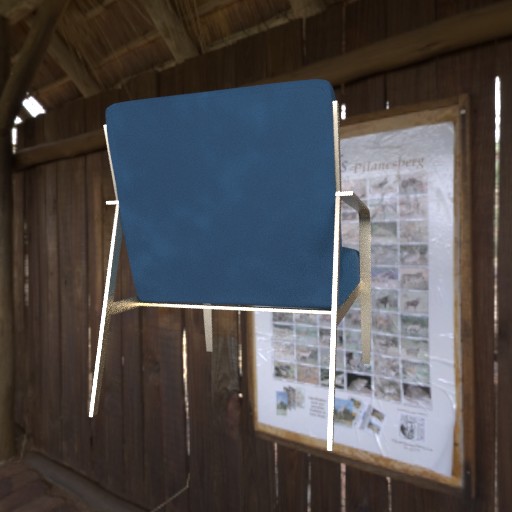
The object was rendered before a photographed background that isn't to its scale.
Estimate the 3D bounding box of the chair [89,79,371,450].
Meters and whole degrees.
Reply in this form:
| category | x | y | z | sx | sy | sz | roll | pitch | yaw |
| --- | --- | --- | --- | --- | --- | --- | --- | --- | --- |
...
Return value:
| category | x | y | z | sx | sy | sz | roll | pitch | yaw |
| --- | --- | --- | --- | --- | --- | --- | --- | --- | --- |
| chair | 0.000 | 0.000 | 1.456 | 0.692 | 0.831 | 0.859 | 0 | 1 | 18 |
